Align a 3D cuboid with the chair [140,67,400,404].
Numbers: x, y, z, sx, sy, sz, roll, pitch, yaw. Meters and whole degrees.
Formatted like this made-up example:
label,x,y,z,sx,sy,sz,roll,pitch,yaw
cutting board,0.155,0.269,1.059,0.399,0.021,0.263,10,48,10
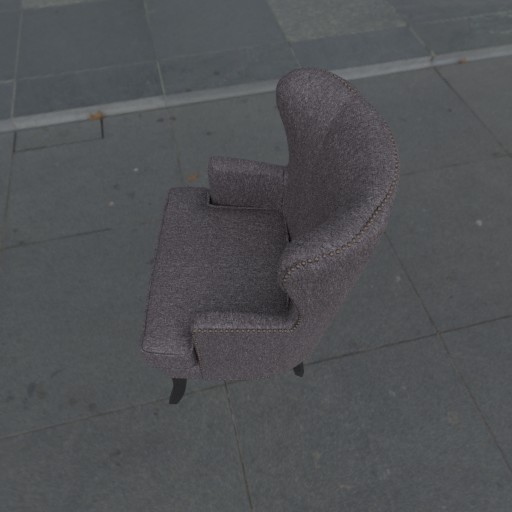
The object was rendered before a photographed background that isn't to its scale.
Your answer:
label,x,y,z,sx,sy,sz,roll,pitch,yaw
chair,0.000,0.000,1.598,0.758,1.060,0.759,1,55,1
